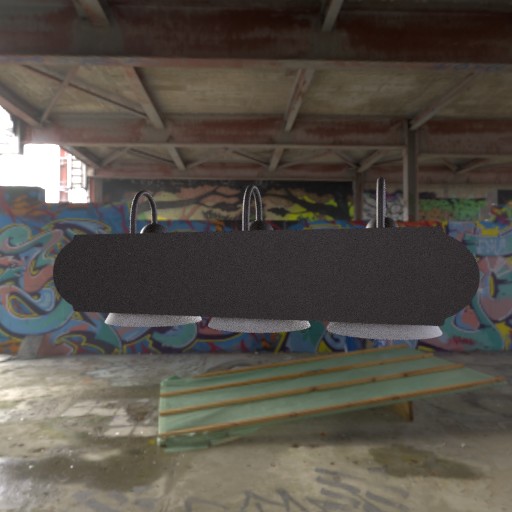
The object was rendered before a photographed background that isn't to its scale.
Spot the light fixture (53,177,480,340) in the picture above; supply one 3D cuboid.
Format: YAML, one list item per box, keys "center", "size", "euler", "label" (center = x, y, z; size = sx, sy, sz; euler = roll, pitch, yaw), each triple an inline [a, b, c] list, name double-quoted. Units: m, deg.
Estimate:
- center: [0.000, 0.000, 0.703]
  size: [0.610, 0.222, 0.199]
  euler: [0, -1, 18]
  label: "light fixture"
